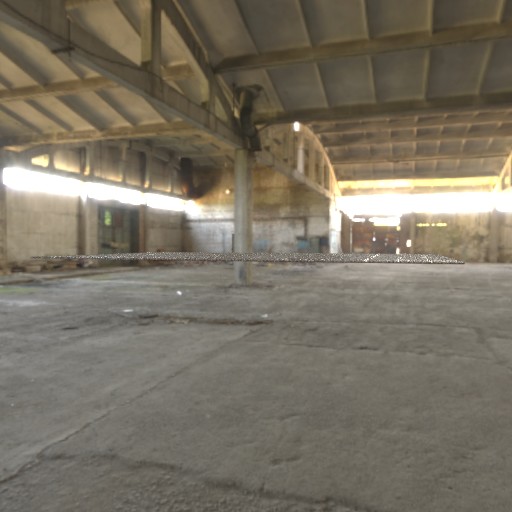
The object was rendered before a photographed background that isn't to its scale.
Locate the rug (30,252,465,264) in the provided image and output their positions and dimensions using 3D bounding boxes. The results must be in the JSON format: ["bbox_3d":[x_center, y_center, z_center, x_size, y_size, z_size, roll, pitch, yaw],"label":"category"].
[{"bbox_3d":[0.000,0.000,3.080,2.464,0.010,1.549,1,2,18],"label":"rug"}]
